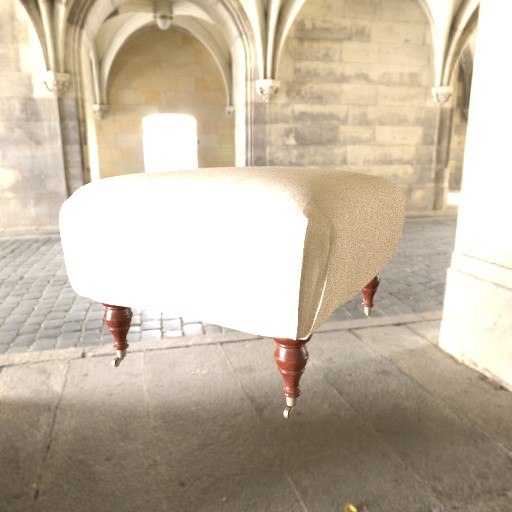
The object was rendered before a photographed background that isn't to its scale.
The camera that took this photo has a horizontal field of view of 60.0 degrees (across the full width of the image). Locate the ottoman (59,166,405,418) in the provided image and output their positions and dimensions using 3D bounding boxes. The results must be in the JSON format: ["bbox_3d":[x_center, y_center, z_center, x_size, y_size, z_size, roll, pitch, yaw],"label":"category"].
[{"bbox_3d":[0.000,0.000,1.136,0.622,0.450,0.747,7,15,27],"label":"ottoman"}]
